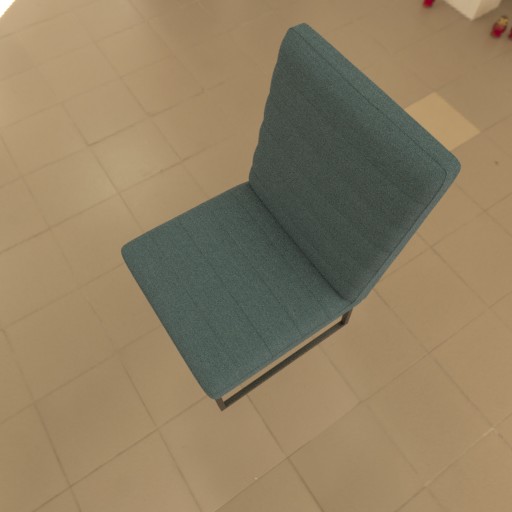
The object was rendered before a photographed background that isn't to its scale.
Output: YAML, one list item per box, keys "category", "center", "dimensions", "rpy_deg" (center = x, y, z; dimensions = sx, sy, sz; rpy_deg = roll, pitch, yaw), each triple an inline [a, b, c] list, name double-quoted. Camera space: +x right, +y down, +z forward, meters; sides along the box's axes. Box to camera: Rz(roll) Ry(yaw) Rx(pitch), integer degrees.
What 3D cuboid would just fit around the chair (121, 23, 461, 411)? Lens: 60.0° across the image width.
- category: "chair"
  center: [0.000, 0.000, 1.255]
  dimensions: [0.634, 0.930, 0.520]
  rpy_deg: [-31, 67, -15]
